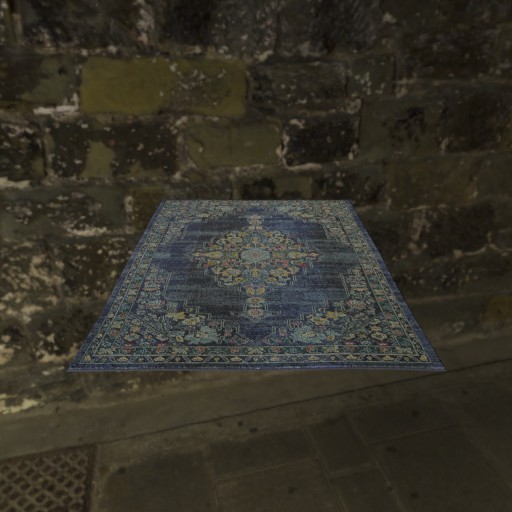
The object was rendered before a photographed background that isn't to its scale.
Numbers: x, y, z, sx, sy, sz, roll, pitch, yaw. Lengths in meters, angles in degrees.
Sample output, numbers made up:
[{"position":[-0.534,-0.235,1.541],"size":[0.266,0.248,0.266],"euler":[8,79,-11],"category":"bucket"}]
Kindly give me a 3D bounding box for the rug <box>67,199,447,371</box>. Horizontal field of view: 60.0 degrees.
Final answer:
[{"position":[0.000,0.000,4.766],"size":[2.716,0.035,3.612],"euler":[0,27,0],"category":"rug"}]
